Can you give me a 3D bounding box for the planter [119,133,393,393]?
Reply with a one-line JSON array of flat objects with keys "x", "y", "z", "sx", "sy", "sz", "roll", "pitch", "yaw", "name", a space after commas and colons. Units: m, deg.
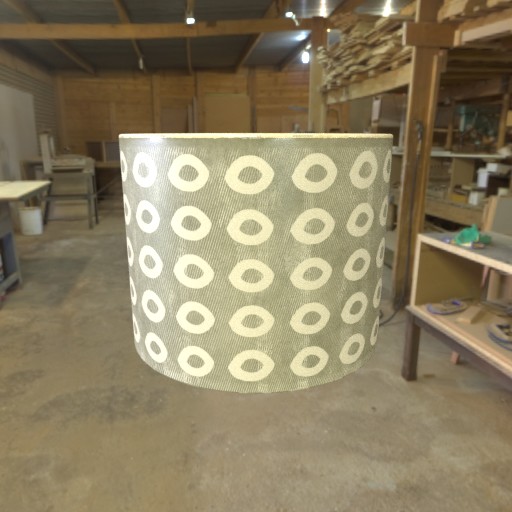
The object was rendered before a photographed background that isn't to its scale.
[{"x": 0.000, "y": 0.000, "z": 0.452, "sx": 0.250, "sy": 0.239, "sz": 0.250, "roll": 0, "pitch": 15, "yaw": 0, "name": "planter"}]
